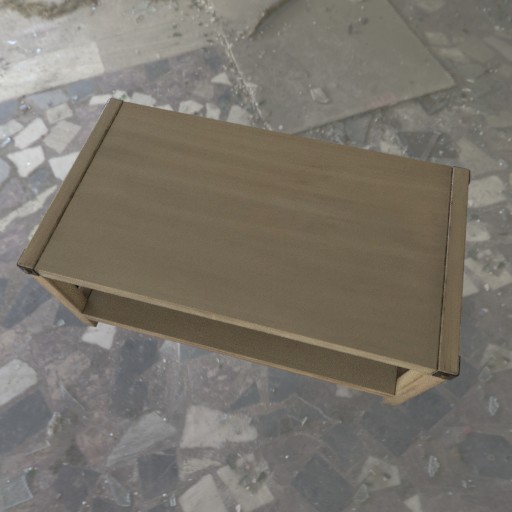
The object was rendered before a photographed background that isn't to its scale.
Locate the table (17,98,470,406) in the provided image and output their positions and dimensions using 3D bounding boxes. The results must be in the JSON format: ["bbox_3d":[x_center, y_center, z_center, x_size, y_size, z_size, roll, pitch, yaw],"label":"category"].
[{"bbox_3d":[0.000,0.000,1.284,1.016,0.456,0.559,13,64,7],"label":"table"}]
